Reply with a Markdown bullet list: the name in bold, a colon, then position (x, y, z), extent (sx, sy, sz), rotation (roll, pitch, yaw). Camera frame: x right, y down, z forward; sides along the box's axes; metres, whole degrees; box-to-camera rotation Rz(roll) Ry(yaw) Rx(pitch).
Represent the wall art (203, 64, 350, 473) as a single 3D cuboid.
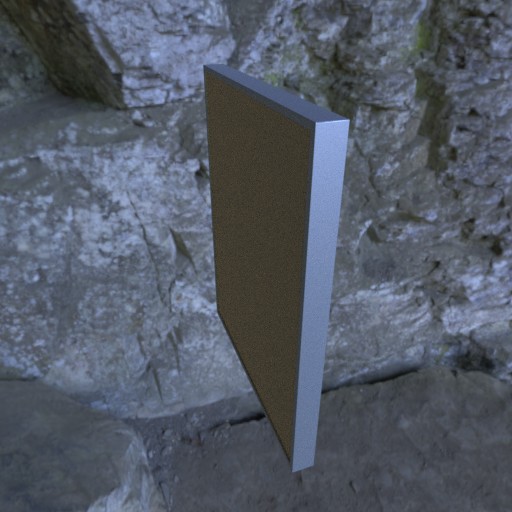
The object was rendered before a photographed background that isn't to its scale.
- **wall art**: position (0.000, 0.000, 0.756), extent (0.039, 0.553, 0.445), rotation (-10, 32, -17)
